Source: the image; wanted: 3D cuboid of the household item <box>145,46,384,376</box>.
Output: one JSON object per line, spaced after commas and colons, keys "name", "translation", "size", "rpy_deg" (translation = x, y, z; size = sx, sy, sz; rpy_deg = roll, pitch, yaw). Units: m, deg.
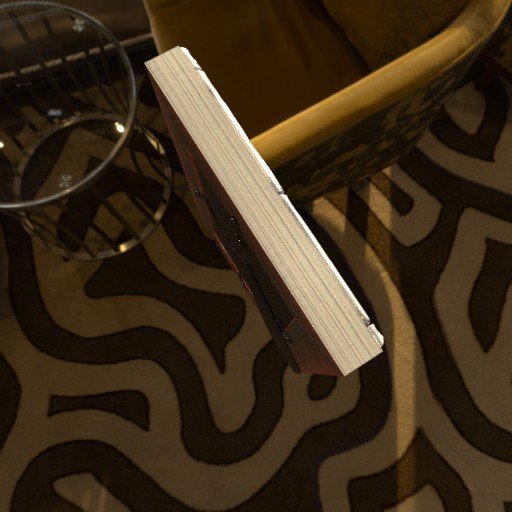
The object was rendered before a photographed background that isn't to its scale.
{"name": "household item", "translation": [0.000, 0.000, 0.294], "size": [0.025, 0.216, 0.165], "rpy_deg": [-31, 78, -7]}
